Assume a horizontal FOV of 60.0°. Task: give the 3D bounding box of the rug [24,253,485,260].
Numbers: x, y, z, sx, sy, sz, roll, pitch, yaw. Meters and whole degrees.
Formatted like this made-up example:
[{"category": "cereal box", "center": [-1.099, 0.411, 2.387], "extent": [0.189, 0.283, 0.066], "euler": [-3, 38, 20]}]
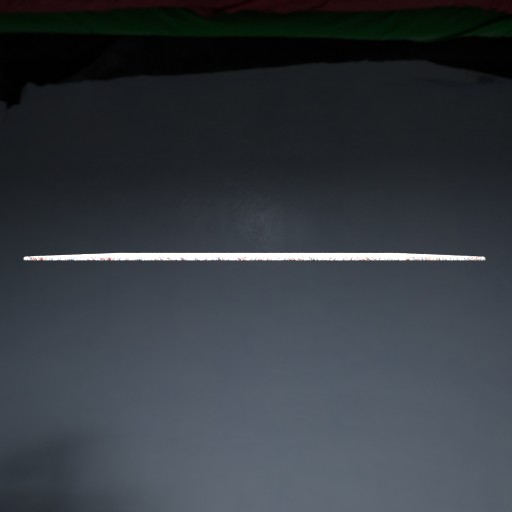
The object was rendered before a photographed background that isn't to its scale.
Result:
[{"category": "rug", "center": [0.000, 0.000, 2.241], "extent": [1.761, 0.014, 1.143], "euler": [0, 1, 1]}]
